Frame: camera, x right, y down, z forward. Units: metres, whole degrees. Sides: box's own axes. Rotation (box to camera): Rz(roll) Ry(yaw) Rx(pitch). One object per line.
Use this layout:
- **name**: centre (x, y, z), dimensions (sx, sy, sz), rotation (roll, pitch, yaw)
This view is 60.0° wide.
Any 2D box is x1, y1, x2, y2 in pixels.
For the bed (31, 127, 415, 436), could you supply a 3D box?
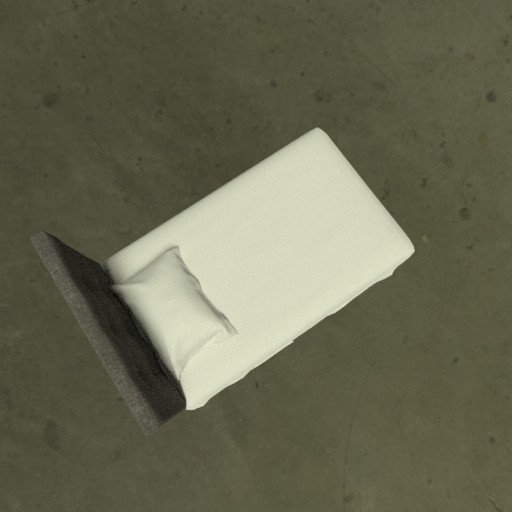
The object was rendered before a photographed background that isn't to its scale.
- **bed**: centre (0.000, 0.000, 2.979), dimensions (1.997, 1.571, 1.261), rotation (-34, 79, -7)
